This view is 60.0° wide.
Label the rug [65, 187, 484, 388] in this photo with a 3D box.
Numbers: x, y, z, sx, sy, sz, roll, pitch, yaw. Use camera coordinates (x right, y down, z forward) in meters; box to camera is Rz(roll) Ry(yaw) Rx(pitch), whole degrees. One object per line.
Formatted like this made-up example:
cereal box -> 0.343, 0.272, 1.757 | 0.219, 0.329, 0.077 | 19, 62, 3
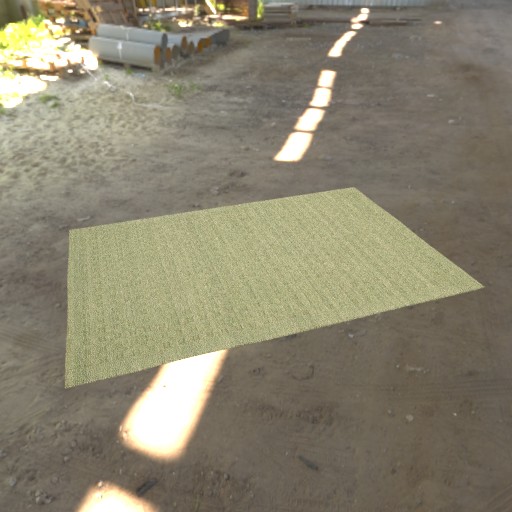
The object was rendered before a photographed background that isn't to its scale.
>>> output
rug -> 0.000, 0.000, 2.179 | 1.747, 0.006, 1.143 | -11, 34, -16
